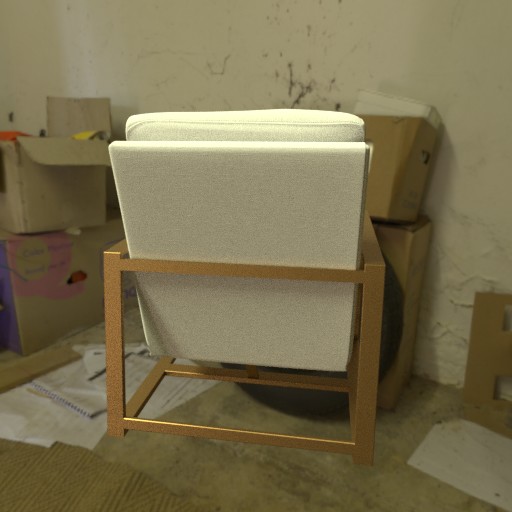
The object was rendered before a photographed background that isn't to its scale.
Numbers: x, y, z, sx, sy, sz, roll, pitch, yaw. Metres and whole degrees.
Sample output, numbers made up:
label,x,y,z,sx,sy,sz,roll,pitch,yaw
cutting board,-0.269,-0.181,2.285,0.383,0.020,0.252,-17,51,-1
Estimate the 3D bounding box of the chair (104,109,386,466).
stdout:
label,x,y,z,sx,sy,sz,roll,pitch,yaw
chair,0.000,0.000,1.563,0.805,0.966,0.813,3,16,9
